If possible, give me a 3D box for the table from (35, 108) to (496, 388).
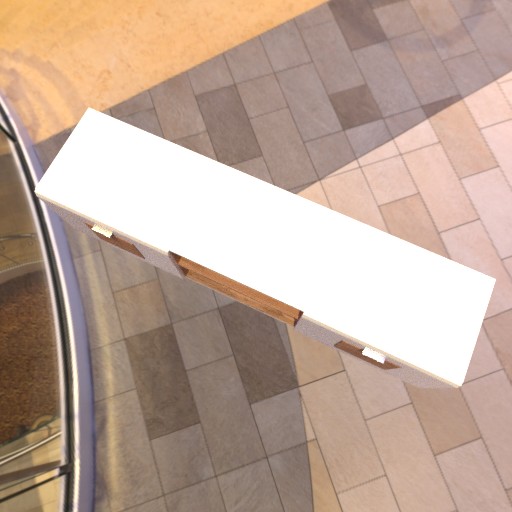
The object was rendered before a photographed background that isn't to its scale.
[{"bbox_3d":[0.000,0.000,1.707,1.550,0.440,0.400,24,75,7],"label":"table"}]
